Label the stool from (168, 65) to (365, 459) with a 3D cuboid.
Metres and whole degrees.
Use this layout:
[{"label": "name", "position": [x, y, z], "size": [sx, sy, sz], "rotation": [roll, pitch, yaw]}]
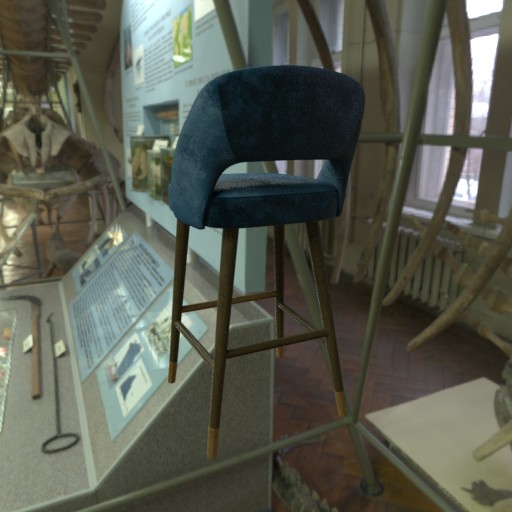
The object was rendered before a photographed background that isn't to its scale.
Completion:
[{"label": "stool", "position": [0.000, 0.000, 1.346], "size": [0.514, 1.016, 0.515], "rotation": [-7, 17, -24]}]
